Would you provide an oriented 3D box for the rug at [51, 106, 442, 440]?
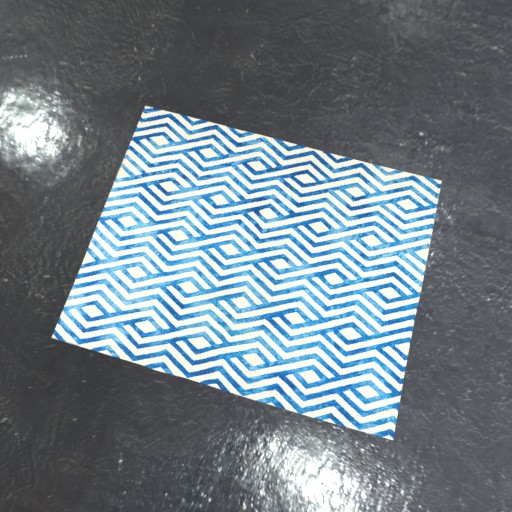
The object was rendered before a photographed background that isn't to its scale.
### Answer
[{"bbox_3d":[0.000,0.000,4.109,3.059,0.008,2.453,15,75,4],"label":"rug"}]
